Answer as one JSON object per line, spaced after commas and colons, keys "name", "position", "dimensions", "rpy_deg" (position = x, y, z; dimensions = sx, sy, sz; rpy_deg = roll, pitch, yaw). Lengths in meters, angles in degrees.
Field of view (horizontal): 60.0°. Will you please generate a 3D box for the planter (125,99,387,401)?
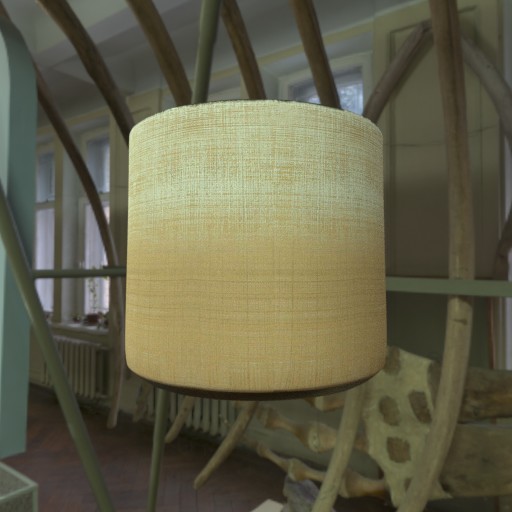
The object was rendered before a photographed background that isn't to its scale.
{"name": "planter", "position": [0.000, 0.000, 0.392], "dimensions": [0.221, 0.201, 0.221], "rpy_deg": [0, -1, 0]}
